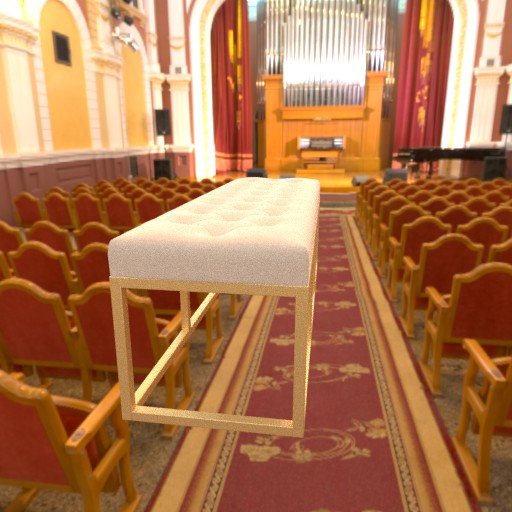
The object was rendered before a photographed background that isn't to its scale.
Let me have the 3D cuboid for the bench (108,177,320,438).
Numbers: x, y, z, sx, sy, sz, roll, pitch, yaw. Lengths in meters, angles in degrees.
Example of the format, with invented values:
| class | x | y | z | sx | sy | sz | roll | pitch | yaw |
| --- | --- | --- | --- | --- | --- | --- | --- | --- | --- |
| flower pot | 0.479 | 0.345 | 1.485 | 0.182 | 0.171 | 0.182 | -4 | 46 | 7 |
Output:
| class | x | y | z | sx | sy | sz | roll | pitch | yaw |
| --- | --- | --- | --- | --- | --- | --- | --- | --- | --- |
| bench | 0.000 | 0.000 | 1.724 | 0.457 | 0.484 | 1.473 | 2 | 15 | 9 |
